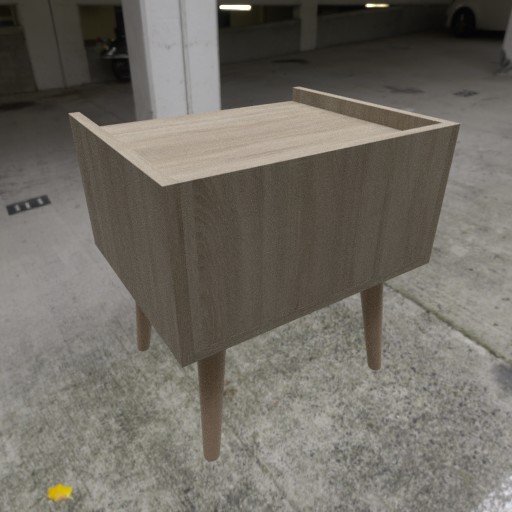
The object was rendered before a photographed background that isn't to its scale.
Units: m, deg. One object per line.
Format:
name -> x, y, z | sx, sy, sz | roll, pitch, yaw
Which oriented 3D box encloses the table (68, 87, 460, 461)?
table -> 0.000, 0.000, 0.772 | 0.450, 0.470, 0.370 | -18, 34, -28
